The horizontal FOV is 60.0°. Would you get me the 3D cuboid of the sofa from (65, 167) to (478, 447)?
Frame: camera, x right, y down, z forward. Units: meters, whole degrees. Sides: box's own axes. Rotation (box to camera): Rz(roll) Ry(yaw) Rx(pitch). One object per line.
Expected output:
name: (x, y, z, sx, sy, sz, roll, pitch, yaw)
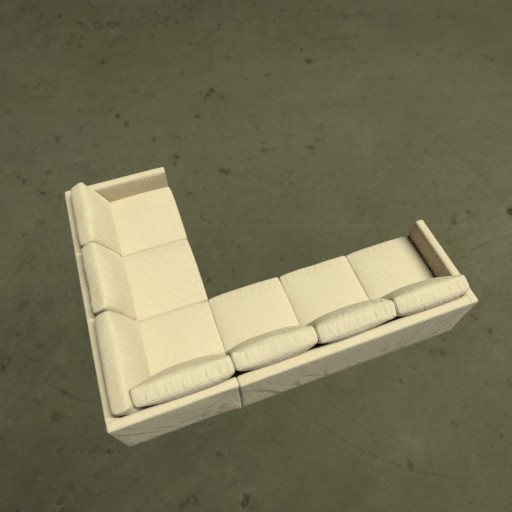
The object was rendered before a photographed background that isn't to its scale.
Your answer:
sofa: (0.000, 0.000, 4.296, 3.182, 0.871, 2.432, -17, 60, -10)
